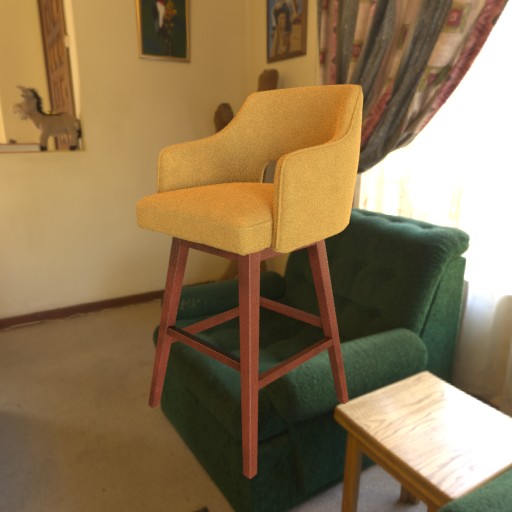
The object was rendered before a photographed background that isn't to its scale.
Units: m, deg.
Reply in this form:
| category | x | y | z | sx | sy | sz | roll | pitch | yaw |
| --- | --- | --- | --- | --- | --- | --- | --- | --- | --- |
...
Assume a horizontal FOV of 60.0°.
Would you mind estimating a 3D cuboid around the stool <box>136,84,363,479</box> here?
| category | x | y | z | sx | sy | sz | roll | pitch | yaw |
| --- | --- | --- | --- | --- | --- | --- | --- | --- | --- |
| stool | 0.000 | 0.000 | 1.366 | 0.548 | 1.012 | 0.558 | 15 | 22 | 41 |
